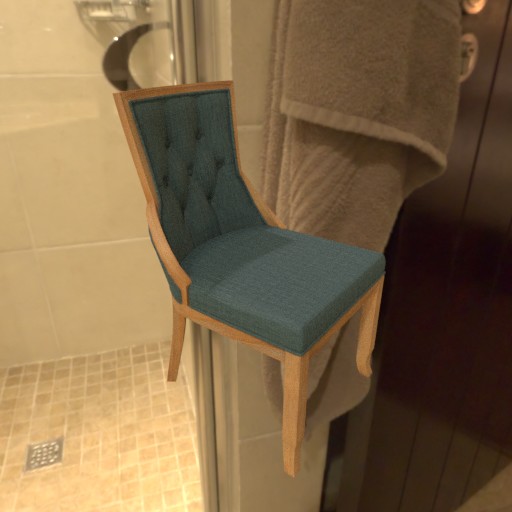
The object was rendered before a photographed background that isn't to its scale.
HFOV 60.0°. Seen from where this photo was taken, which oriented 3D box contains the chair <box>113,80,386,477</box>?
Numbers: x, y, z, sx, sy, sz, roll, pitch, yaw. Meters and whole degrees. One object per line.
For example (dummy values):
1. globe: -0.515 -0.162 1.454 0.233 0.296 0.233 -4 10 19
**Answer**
1. chair: 0.000 0.000 1.350 0.641 0.947 0.524 18 31 32
